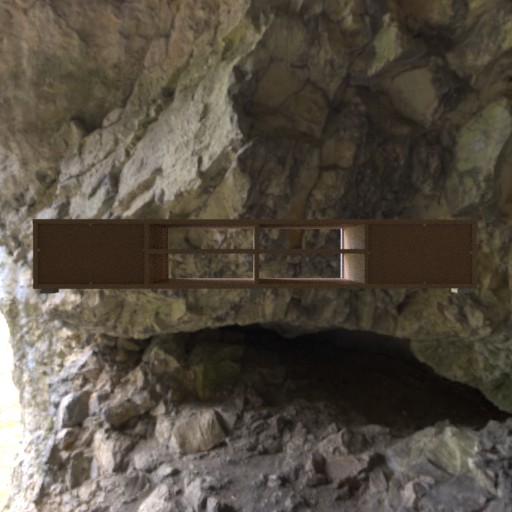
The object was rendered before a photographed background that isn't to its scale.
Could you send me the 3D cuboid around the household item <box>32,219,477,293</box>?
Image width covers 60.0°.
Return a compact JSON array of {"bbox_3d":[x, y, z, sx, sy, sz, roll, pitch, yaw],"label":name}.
[{"bbox_3d":[0.000,0.000,2.054,1.850,0.310,0.420,0,1,-1],"label":"household item"}]
